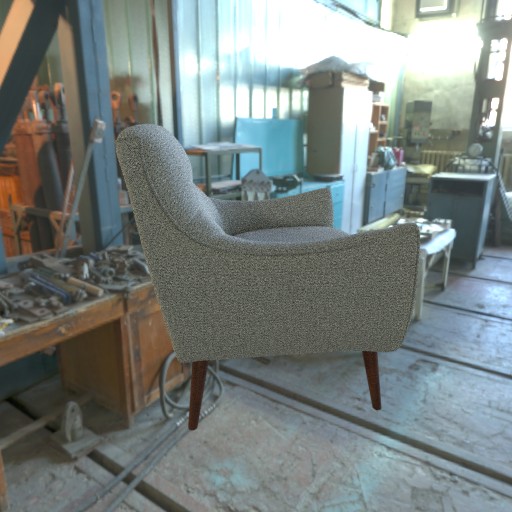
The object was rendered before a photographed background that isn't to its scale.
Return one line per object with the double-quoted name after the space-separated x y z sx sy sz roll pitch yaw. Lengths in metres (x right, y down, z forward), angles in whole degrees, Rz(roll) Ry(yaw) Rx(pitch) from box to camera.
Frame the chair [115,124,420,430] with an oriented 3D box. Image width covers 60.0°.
0.000 0.000 1.467 0.787 0.838 0.762 -3 17 -9 "chair"
